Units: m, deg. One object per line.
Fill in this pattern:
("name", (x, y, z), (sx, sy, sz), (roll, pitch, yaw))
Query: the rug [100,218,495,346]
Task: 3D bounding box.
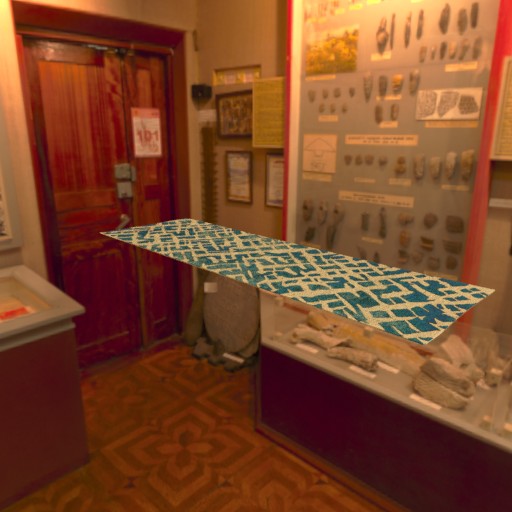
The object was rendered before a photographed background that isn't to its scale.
("rug", (0.000, 0.000, 2.651), (0.768, 0.011, 2.446), (-15, 22, -43))
